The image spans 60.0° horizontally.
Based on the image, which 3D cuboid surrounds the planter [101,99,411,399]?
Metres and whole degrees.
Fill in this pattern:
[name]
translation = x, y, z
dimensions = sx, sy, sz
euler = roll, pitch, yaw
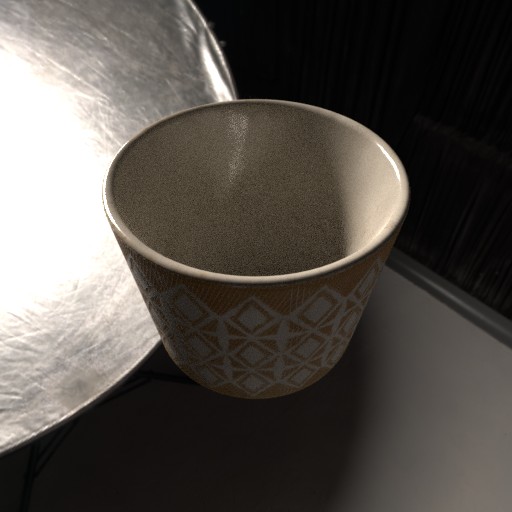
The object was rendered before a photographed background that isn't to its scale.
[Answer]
[planter]
translation = 0.000, 0.000, 0.223
dimensions = 0.126, 0.104, 0.126
euler = 0, 46, 0
